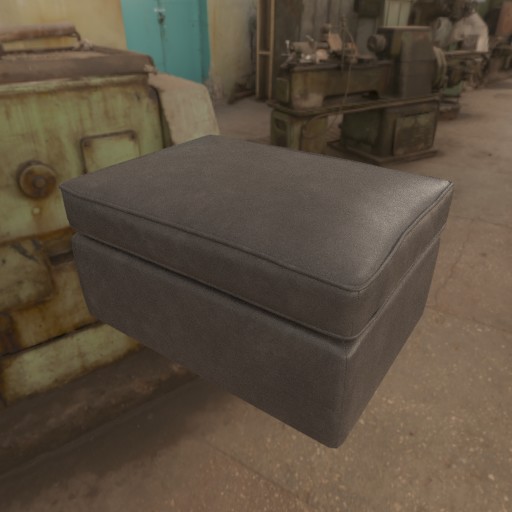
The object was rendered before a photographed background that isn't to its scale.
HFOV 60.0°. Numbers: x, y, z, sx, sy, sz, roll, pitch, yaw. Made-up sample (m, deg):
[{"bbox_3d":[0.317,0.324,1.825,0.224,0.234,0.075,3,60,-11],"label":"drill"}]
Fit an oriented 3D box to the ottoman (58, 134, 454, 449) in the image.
[{"bbox_3d":[0.000,0.000,1.098,0.756,0.445,0.554,19,35,30],"label":"ottoman"}]
